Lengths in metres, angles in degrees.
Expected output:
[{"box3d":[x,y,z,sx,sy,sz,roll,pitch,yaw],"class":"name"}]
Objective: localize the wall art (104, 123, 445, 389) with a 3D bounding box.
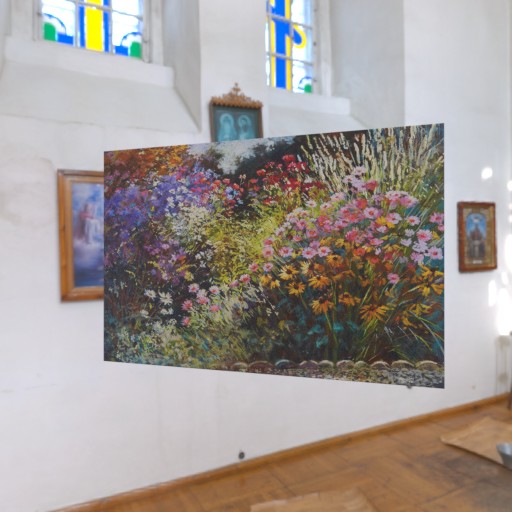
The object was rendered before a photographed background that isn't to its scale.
[{"box3d":[0.000,0.000,1.160,0.908,0.604,0.037,0,0,17],"class":"wall art"}]
